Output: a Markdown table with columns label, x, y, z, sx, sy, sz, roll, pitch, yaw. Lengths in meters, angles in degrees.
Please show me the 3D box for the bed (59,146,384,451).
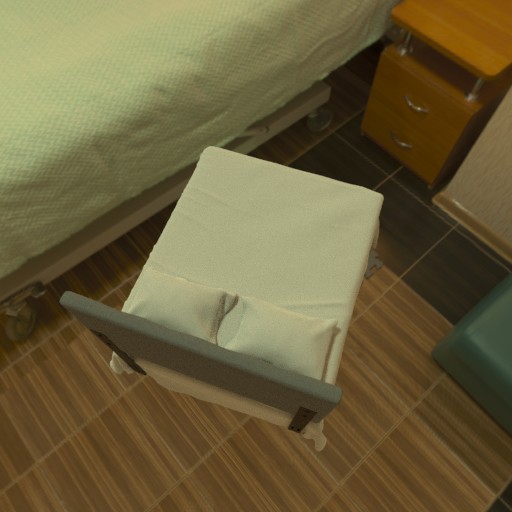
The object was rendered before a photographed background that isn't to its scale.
| label | x | y | z | sx | sy | sz | roll | pitch | yaw |
| --- | --- | --- | --- | --- | --- | --- | --- | --- | --- |
| bed | 0.000 | 0.000 | 3.475 | 1.936 | 1.577 | 2.222 | 18 | 64 | 9 |
